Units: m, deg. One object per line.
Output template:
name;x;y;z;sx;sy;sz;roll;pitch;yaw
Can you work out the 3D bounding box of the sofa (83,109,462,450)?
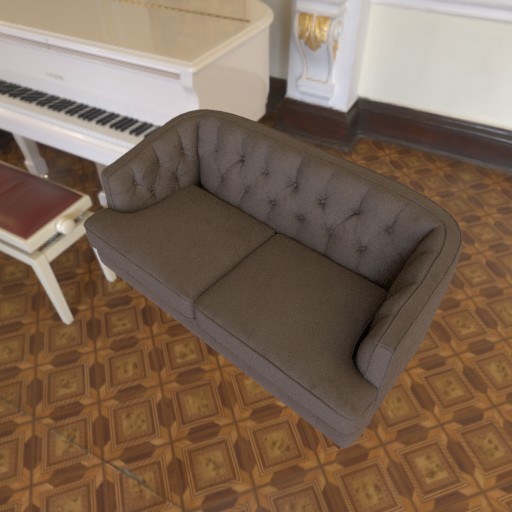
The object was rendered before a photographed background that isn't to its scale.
sofa;0.000;0.000;2.259;1.733;0.855;0.941;31;53;27
